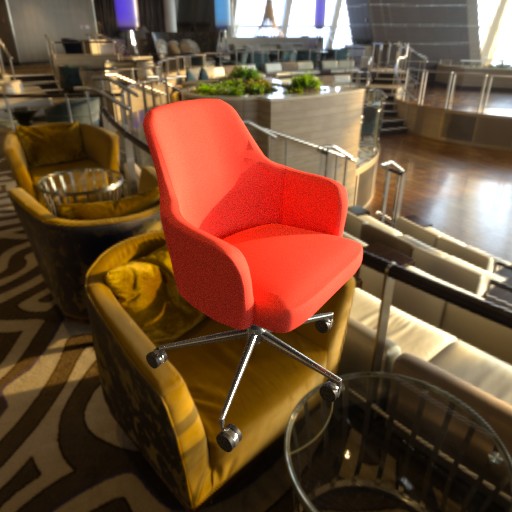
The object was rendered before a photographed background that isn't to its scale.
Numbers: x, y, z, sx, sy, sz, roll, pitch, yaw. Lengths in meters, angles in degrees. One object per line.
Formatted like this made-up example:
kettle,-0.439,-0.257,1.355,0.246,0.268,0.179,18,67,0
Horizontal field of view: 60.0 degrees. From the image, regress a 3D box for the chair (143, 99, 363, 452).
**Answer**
chair,0.000,0.000,1.296,0.600,0.820,0.655,18,32,31
